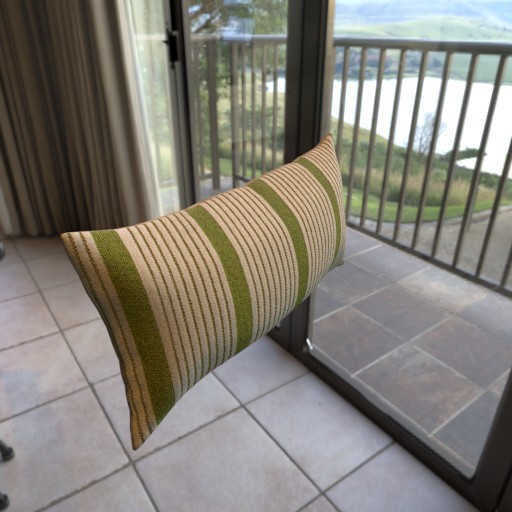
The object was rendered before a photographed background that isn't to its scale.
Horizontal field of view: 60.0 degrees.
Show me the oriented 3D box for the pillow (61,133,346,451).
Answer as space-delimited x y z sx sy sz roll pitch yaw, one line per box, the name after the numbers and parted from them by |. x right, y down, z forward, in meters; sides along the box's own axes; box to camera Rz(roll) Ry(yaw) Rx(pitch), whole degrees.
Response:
0.000 0.000 0.729 0.156 0.292 0.608 19 33 31 | pillow
